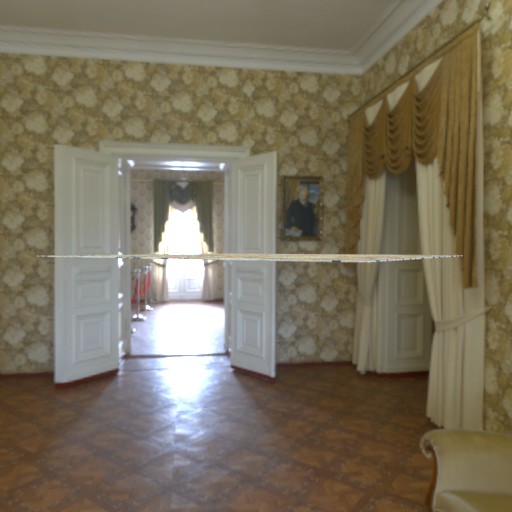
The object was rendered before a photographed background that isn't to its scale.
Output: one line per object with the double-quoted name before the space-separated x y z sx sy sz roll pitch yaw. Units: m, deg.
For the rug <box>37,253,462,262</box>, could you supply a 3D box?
"rug" 0.000 0.000 4.035 3.048 0.010 2.439 1 1 35
